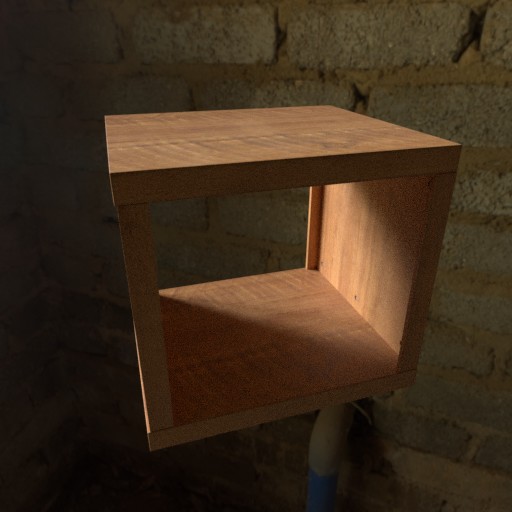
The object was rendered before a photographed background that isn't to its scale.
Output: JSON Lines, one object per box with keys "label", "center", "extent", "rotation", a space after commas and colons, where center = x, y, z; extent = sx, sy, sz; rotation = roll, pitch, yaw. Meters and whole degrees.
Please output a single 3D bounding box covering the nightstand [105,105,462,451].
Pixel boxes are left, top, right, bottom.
{"label": "nightstand", "center": [0.000, 0.000, 0.868], "extent": [0.493, 0.491, 0.436], "rotation": [-8, 27, -16]}
